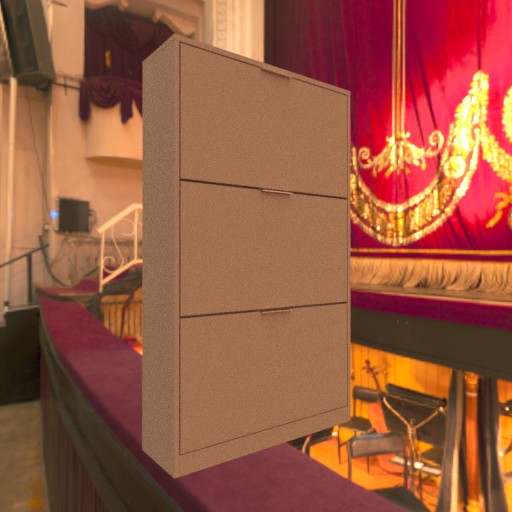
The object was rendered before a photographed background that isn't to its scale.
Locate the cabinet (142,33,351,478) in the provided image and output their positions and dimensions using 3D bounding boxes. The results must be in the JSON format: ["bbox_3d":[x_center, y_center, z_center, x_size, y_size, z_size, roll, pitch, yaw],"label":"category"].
[{"bbox_3d":[0.000,0.000,1.587,0.750,1.280,0.250,0,0,-37],"label":"cabinet"}]
